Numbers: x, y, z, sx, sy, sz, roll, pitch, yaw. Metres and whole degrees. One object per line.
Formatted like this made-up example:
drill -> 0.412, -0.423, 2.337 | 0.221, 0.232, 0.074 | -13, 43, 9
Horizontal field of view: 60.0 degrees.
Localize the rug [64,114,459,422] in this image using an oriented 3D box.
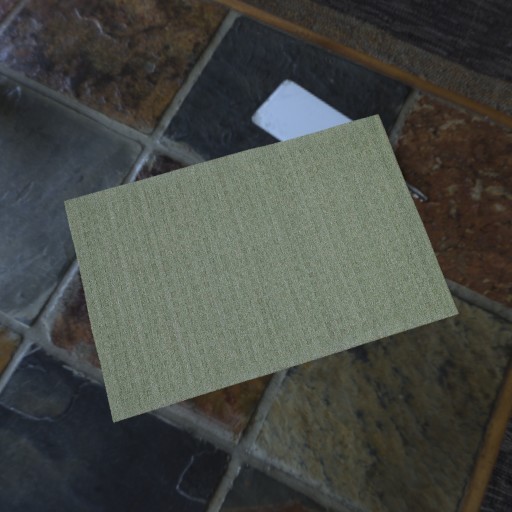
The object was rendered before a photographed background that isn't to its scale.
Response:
rug -> 0.000, 0.000, 2.249 | 1.747, 0.006, 1.143 | -16, 77, -4
